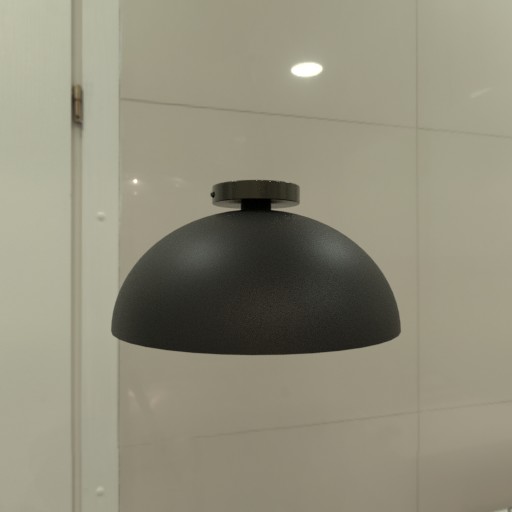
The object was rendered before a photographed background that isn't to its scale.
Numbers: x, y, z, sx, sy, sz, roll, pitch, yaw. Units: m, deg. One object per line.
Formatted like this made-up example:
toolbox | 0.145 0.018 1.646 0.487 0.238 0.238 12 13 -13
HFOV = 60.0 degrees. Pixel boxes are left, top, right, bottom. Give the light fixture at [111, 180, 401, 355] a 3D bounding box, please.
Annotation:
light fixture | 0.000 0.000 0.571 0.355 0.177 0.355 0 0 0
